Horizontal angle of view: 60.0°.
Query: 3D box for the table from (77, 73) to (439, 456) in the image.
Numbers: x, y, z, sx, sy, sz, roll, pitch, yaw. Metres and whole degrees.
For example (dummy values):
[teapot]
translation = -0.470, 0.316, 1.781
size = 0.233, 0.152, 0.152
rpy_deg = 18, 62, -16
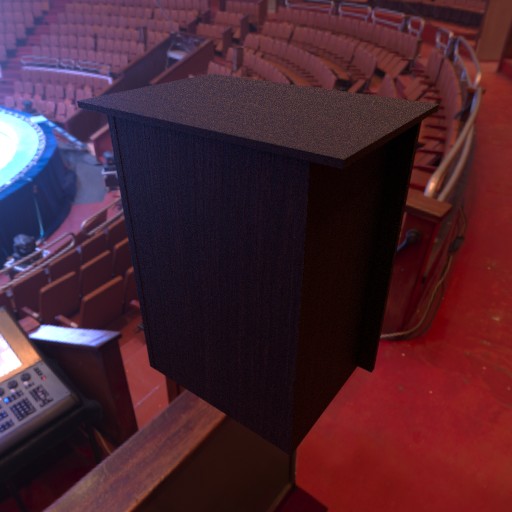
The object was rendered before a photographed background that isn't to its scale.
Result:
[table]
translation = 0.000, 0.000, 1.061
size = 0.591, 0.711, 0.406
rpy_deg = 21, 37, 31
